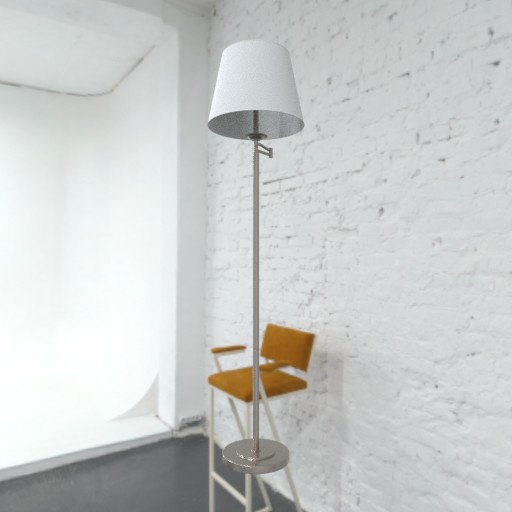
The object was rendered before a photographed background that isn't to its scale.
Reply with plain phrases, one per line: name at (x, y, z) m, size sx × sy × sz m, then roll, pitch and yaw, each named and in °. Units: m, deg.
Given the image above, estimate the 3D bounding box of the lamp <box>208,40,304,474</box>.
lamp at (0.000, 0.000, 1.625) m, size 0.355 × 1.473 × 0.355 m, roll 0°, pitch -1°, yaw 0°
